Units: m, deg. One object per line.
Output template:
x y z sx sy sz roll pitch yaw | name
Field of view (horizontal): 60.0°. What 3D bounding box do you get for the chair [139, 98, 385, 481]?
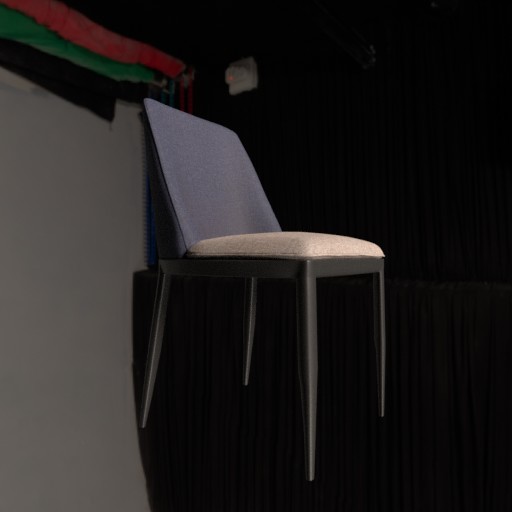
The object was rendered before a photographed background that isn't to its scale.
0.000 0.000 1.148 0.551 0.839 0.480 0 0 35 | chair
